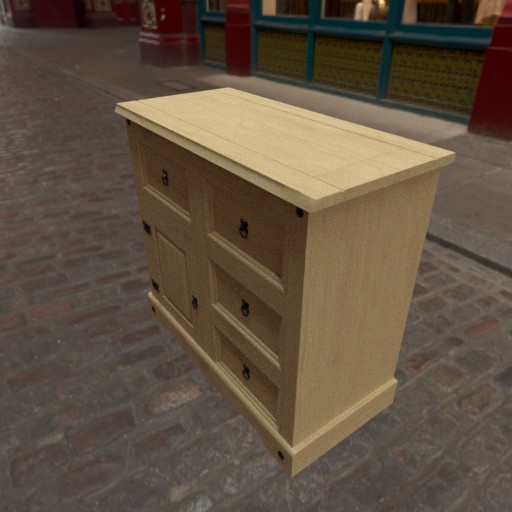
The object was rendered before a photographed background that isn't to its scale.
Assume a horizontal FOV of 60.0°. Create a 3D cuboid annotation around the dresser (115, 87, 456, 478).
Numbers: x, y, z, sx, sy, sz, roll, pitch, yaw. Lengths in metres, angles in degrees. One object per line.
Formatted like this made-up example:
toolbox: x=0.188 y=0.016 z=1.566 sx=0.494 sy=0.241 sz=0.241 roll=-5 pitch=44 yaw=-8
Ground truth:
dresser: x=0.000 y=0.000 z=1.412 sx=0.440 sy=0.835 sz=0.915 roll=-21 pitch=37 yaw=-31
